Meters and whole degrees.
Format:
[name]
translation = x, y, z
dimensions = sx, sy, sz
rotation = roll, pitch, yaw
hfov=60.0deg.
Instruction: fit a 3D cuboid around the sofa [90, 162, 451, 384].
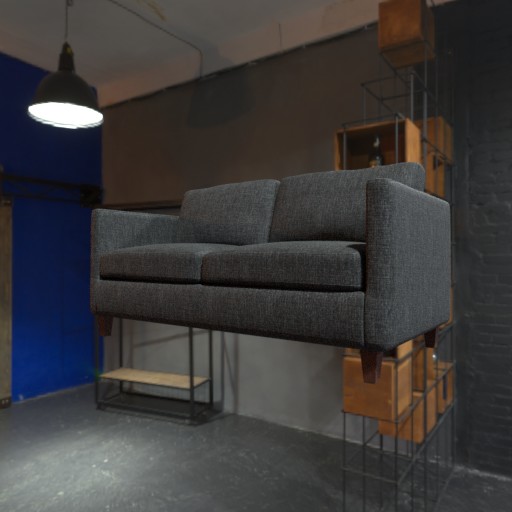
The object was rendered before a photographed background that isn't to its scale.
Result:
[sofa]
translation = 0.000, 0.000, 2.509
dimensions = 1.884, 0.963, 0.950
rotation = 0, 0, 36
